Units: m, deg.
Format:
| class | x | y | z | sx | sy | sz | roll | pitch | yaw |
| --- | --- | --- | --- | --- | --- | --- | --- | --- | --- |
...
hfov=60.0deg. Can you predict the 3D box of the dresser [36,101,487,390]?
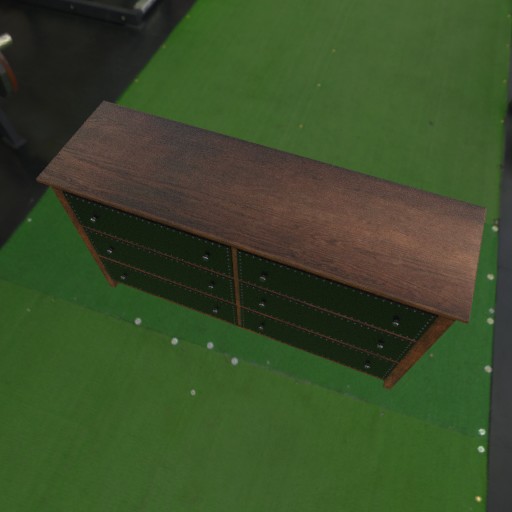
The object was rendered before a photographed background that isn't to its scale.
| class | x | y | z | sx | sy | sz | roll | pitch | yaw |
| --- | --- | --- | --- | --- | --- | --- | --- | --- | --- |
| dresser | 0.000 | 0.000 | 1.943 | 1.551 | 0.856 | 0.463 | 18 | 60 | 11 |
